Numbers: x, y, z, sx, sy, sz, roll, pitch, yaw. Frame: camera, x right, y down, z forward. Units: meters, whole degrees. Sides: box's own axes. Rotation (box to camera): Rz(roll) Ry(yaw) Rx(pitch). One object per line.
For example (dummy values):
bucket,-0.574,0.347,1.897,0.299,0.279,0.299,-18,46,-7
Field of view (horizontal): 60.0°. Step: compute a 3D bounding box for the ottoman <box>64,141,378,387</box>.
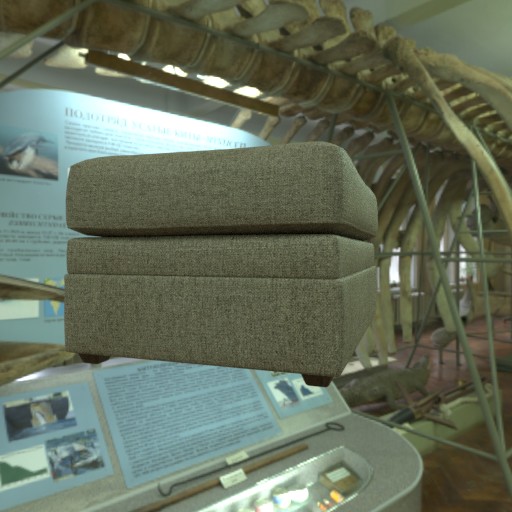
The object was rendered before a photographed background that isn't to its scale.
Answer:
ottoman,0.000,0.000,1.273,0.637,0.478,0.885,0,1,19
